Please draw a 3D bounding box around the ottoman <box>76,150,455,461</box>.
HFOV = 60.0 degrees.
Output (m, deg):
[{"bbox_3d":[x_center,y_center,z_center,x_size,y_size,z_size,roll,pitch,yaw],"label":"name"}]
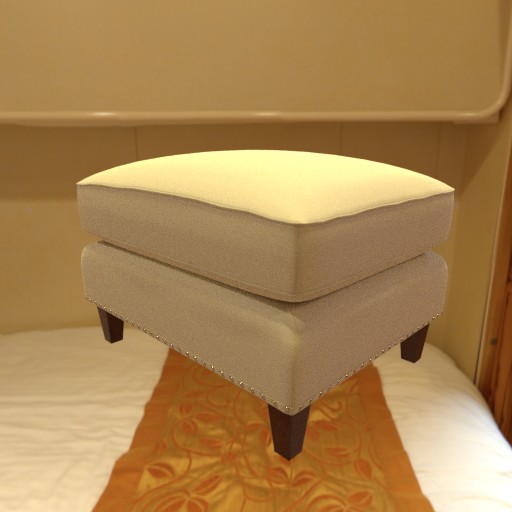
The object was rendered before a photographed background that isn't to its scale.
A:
[{"bbox_3d":[0.000,0.000,1.109,0.741,0.513,0.584,15,22,43],"label":"ottoman"}]
